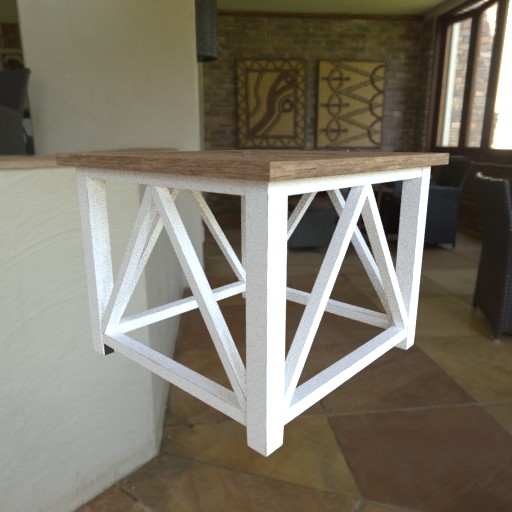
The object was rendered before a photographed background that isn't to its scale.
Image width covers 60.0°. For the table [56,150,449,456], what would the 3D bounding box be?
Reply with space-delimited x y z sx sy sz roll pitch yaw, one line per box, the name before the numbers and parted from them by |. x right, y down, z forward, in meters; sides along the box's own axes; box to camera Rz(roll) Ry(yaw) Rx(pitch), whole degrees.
table | 0.000 0.000 1.179 0.700 0.532 0.700 13 19 41
